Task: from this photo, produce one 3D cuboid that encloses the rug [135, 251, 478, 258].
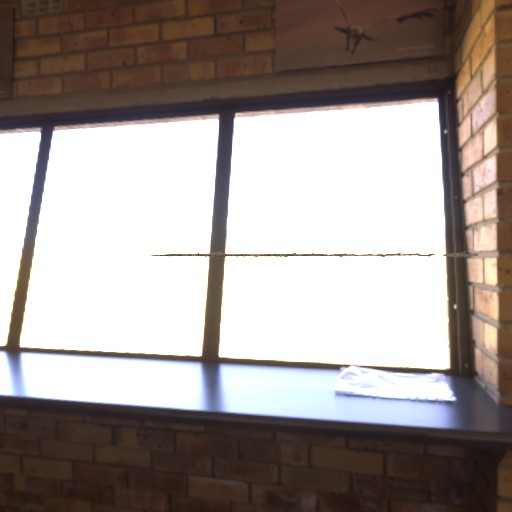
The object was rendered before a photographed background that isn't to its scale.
[{"bbox_3d":[0.000,0.000,2.531,1.224,0.027,2.021,0,0,-19],"label":"rug"}]
